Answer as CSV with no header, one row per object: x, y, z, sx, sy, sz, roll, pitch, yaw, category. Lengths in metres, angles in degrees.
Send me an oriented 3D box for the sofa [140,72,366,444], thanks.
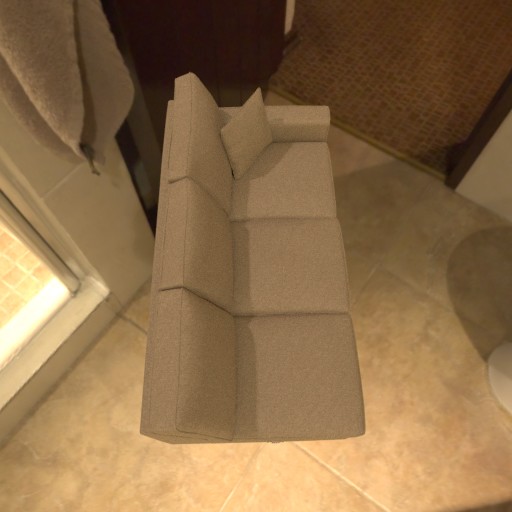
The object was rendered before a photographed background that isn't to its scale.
0.000,0.000,2.535,1.034,0.946,1.963,-1,64,-1,sofa
